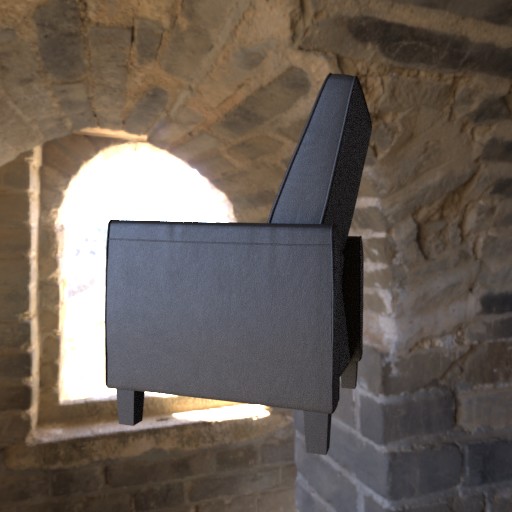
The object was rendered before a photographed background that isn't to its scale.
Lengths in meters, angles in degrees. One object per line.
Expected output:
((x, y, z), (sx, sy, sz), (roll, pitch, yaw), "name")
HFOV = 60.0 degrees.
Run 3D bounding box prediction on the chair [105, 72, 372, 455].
((0.000, 0.000, 1.530), (0.746, 1.013, 0.705), (0, -1, 19), "chair")
